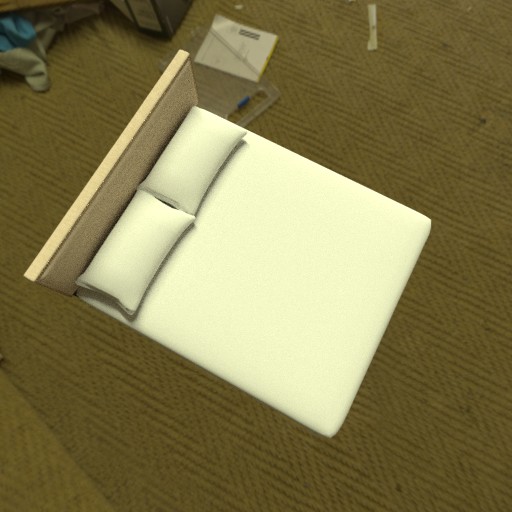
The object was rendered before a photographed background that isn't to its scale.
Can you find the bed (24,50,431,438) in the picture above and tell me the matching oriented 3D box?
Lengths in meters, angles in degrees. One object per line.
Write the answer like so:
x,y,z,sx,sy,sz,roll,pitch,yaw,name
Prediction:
0.000,0.000,2.825,1.876,1.016,1.616,27,77,7,bed
